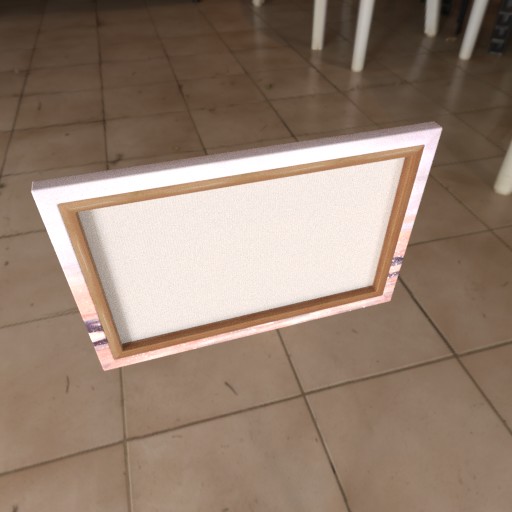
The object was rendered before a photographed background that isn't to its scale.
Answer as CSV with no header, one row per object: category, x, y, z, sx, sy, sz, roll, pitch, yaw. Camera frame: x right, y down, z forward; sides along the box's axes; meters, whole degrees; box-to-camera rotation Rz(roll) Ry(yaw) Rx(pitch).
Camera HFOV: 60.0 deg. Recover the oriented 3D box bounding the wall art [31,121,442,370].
wall art,0.000,0.000,1.164,0.913,0.609,0.038,-12,43,-13
